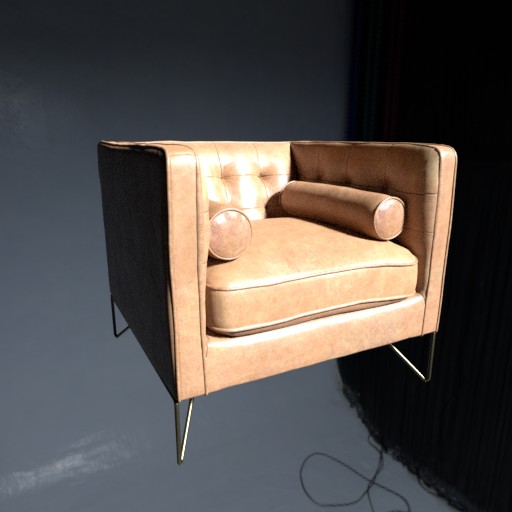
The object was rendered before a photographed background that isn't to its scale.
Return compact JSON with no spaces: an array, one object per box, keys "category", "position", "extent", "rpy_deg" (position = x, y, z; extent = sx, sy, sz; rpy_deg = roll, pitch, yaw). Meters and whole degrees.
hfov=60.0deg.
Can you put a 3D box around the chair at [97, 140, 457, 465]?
[{"category":"chair","position":[0.000,0.000,1.584],"extent":[0.920,0.797,0.912],"rpy_deg":[-8,17,-27]}]
